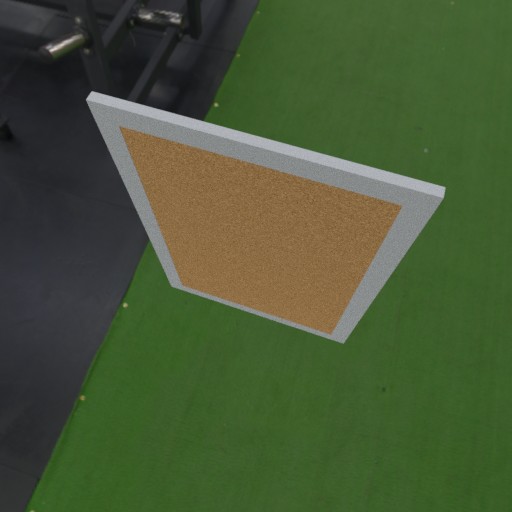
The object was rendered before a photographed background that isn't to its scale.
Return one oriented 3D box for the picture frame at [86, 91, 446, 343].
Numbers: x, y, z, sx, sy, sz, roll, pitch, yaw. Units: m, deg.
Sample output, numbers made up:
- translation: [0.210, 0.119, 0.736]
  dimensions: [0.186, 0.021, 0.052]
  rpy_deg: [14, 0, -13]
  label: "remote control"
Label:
- translation: [0.000, 0.000, 0.591]
  dimensions: [0.326, 0.459, 0.011]
  rpy_deg: [17, 65, 8]
  label: "picture frame"
